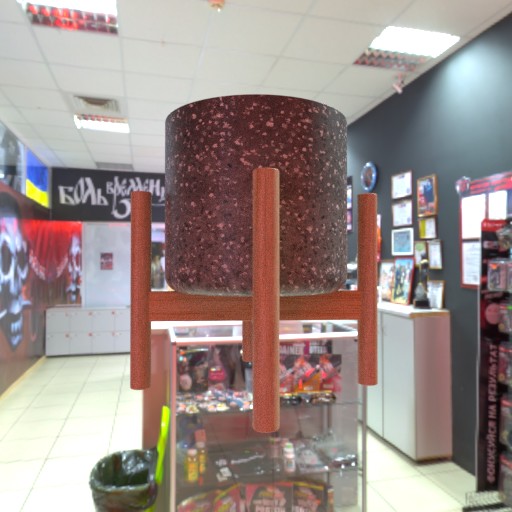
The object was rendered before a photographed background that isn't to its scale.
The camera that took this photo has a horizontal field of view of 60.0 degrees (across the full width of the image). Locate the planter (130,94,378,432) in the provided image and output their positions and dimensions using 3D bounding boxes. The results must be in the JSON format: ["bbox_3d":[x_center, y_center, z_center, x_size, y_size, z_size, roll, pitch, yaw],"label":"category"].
[{"bbox_3d":[0.000,0.000,0.551,0.284,0.320,0.284,0,-1,19],"label":"planter"}]
